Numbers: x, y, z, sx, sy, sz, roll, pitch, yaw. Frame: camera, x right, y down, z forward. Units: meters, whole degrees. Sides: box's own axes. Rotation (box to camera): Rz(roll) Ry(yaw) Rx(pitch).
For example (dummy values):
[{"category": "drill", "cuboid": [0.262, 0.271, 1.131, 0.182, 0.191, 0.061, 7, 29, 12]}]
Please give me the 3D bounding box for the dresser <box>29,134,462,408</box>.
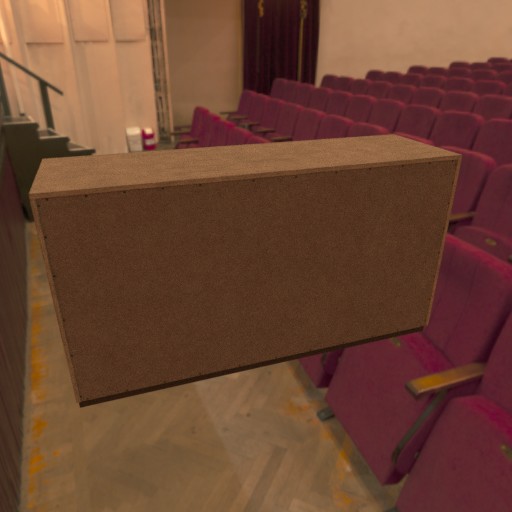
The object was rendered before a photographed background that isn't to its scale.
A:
[{"category": "dresser", "cuboid": [0.000, 0.000, 1.982, 1.628, 0.889, 0.483, -8, 27, -17]}]
